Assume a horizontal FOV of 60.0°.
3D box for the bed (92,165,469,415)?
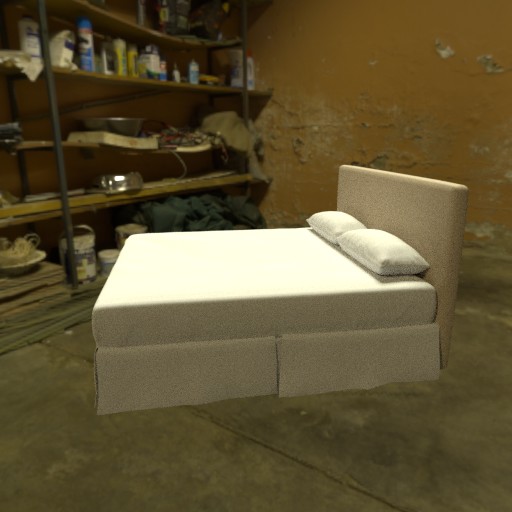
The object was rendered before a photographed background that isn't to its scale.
[{"bbox_3d":[0.000,0.000,3.589,2.319,1.317,2.119,-2,15,-9],"label":"bed"}]
